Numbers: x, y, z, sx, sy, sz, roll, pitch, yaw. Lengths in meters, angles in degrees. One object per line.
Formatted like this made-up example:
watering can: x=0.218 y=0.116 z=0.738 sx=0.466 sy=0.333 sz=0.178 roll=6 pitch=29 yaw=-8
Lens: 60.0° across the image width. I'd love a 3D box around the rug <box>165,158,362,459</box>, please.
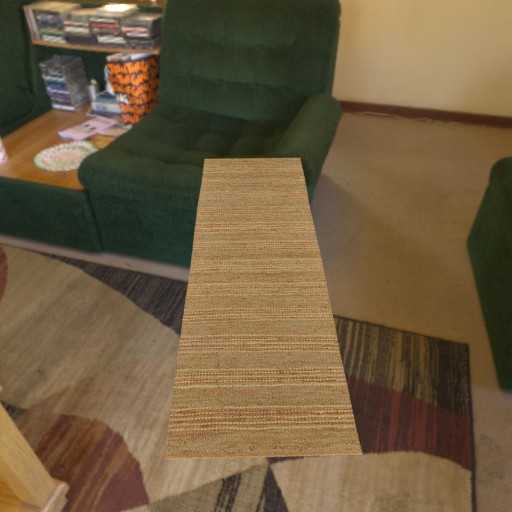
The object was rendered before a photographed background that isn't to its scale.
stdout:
rug: x=0.000 y=0.000 z=2.672 sx=0.783 sy=0.006 sz=2.438 roll=-1 pitch=40 yaw=-1
